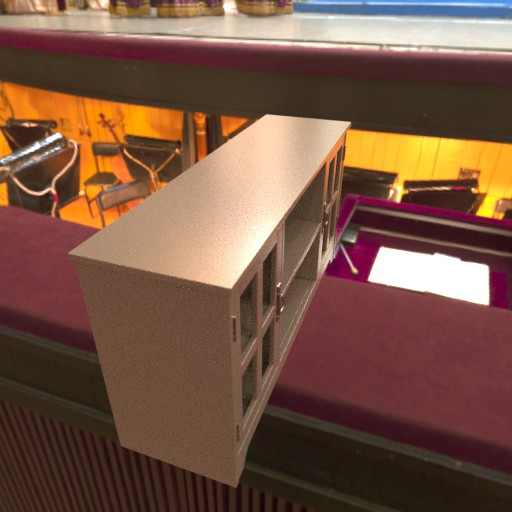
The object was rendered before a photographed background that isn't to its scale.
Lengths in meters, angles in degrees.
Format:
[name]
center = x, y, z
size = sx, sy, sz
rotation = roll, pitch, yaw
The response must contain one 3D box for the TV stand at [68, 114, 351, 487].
[TV stand]
center = 0.000, 0.000, 1.429
size = 0.344, 0.603, 1.167
rotation = 11, 33, 17
